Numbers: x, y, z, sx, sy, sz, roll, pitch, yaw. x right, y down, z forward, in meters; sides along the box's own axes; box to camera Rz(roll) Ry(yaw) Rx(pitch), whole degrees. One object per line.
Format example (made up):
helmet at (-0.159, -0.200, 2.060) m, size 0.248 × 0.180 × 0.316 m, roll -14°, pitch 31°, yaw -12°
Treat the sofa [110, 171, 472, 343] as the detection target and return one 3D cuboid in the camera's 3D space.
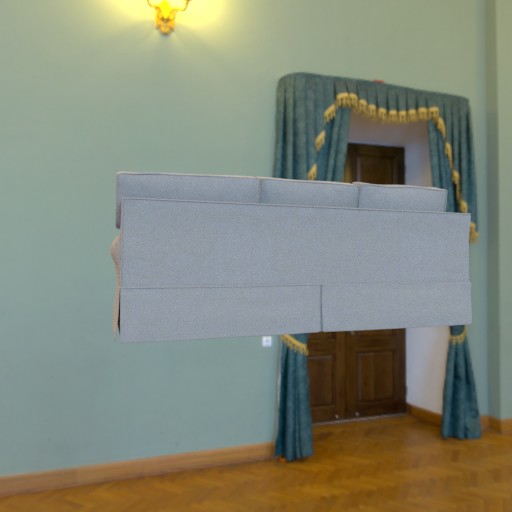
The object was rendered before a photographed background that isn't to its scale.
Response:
sofa at (0.000, 0.000, 4.360) m, size 2.733 × 1.124 × 2.730 m, roll 0°, pitch -1°, yaw -19°
